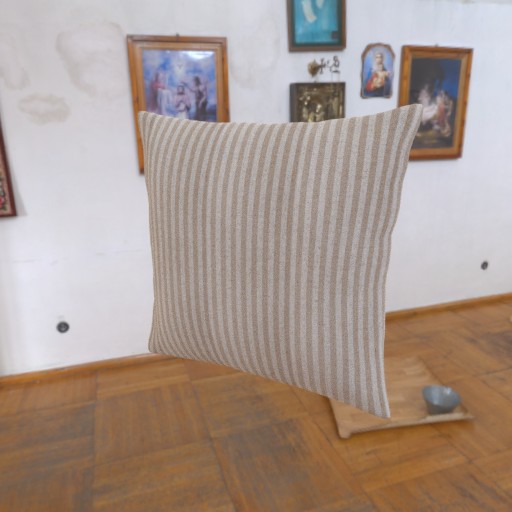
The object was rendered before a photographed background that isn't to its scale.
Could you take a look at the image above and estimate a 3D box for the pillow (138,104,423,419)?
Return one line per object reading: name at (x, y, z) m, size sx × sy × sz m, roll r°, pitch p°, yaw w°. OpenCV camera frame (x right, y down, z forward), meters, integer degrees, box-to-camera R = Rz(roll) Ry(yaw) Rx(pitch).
pillow at (0.000, 0.000, 0.803) m, size 0.523 × 0.510 × 0.166 m, roll 8°, pitch 18°, yaw 25°
